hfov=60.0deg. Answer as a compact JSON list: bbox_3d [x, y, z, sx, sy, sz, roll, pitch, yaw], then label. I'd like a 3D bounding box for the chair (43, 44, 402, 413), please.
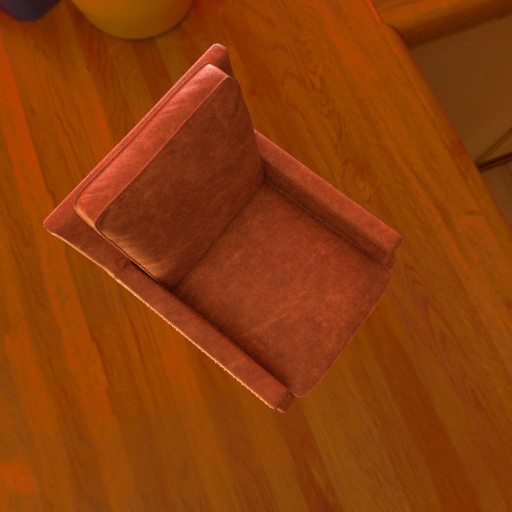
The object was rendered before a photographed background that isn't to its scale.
[{"bbox_3d":[0.000,0.000,1.803,1.035,1.054,0.854,37,79,9],"label":"chair"}]
